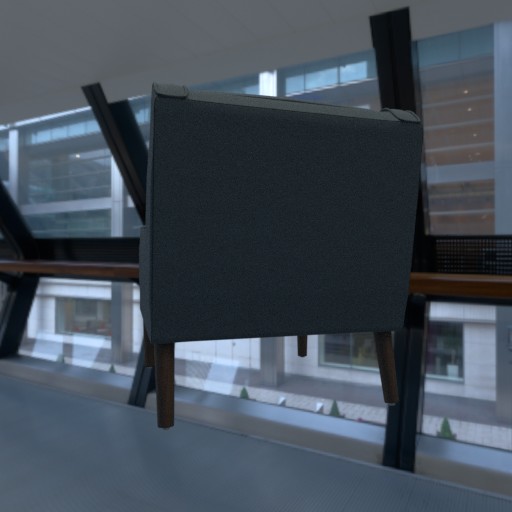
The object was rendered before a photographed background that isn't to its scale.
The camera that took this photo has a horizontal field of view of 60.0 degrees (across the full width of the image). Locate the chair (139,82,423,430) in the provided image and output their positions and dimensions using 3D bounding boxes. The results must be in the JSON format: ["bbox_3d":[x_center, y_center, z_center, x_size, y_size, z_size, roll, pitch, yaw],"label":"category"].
[{"bbox_3d":[0.000,0.000,1.337,0.663,0.780,0.733,0,0,-17],"label":"chair"}]
